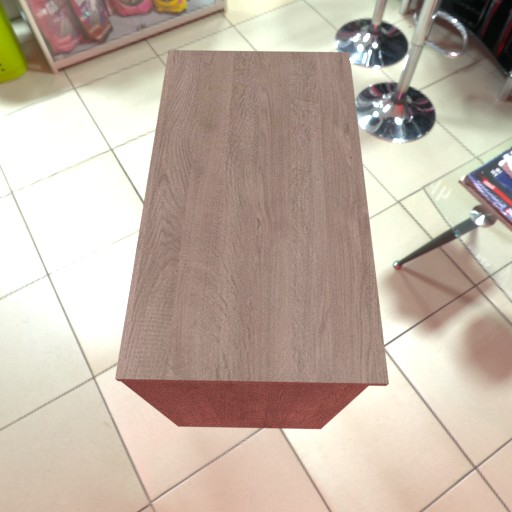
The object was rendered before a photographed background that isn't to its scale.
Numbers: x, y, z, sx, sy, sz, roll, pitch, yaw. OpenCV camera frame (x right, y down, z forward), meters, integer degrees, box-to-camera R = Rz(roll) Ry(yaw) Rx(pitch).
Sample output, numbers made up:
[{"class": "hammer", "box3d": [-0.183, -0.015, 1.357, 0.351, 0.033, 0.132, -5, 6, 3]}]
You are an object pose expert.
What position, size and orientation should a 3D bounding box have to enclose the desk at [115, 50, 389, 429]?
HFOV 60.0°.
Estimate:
[{"class": "desk", "box3d": [0.000, 0.000, 1.332, 0.498, 0.724, 0.893, 1, 62, 0]}]
